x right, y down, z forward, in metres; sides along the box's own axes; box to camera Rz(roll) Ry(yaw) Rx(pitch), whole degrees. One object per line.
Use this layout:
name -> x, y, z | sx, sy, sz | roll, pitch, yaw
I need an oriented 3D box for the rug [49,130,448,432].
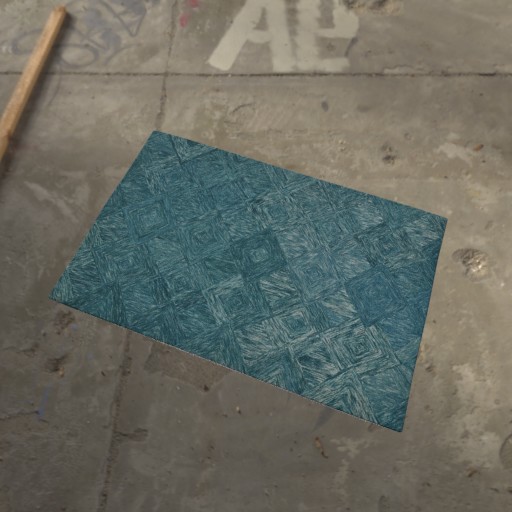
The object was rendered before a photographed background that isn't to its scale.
rug -> 0.000, 0.000, 2.229 | 1.728, 0.017, 1.136 | 19, 65, 9
